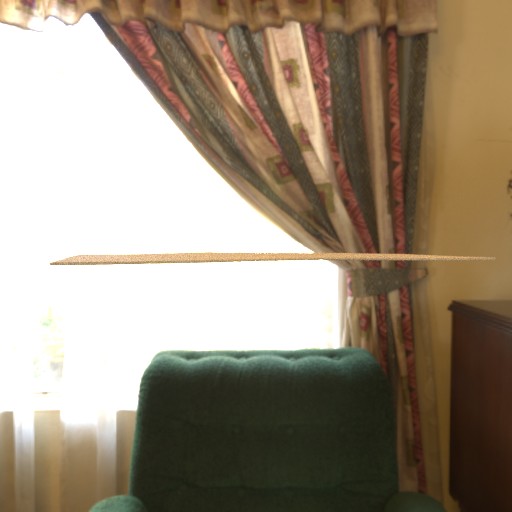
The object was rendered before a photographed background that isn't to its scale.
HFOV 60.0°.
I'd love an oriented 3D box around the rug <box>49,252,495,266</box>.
[{"bbox_3d":[0.000,0.000,2.876,2.264,0.030,1.624,0,1,-18],"label":"rug"}]
